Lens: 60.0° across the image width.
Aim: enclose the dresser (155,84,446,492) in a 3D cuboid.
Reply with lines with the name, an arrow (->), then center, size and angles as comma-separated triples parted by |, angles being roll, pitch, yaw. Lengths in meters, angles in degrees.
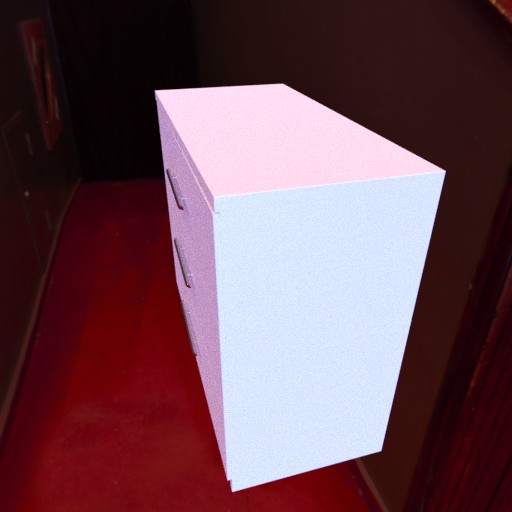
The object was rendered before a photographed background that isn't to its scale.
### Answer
dresser -> 0.000, 0.000, 1.221 | 0.420, 0.740, 0.830 | -8, 32, -14
